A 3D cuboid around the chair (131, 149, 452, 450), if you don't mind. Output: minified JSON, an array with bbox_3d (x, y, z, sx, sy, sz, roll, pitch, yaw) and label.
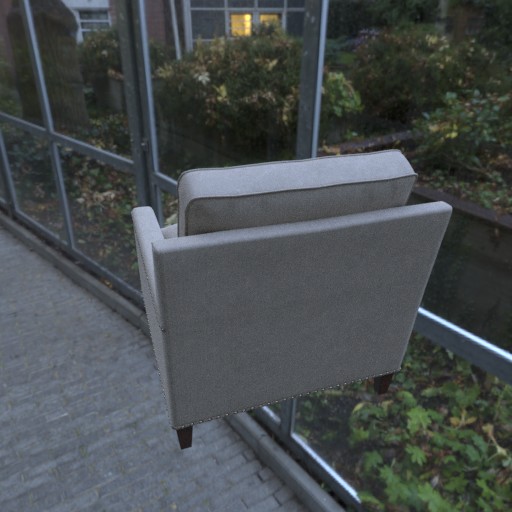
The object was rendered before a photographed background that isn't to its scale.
[{"bbox_3d":[0.000,0.000,1.707,0.853,0.943,1.014,-9,29,-17],"label":"chair"}]
